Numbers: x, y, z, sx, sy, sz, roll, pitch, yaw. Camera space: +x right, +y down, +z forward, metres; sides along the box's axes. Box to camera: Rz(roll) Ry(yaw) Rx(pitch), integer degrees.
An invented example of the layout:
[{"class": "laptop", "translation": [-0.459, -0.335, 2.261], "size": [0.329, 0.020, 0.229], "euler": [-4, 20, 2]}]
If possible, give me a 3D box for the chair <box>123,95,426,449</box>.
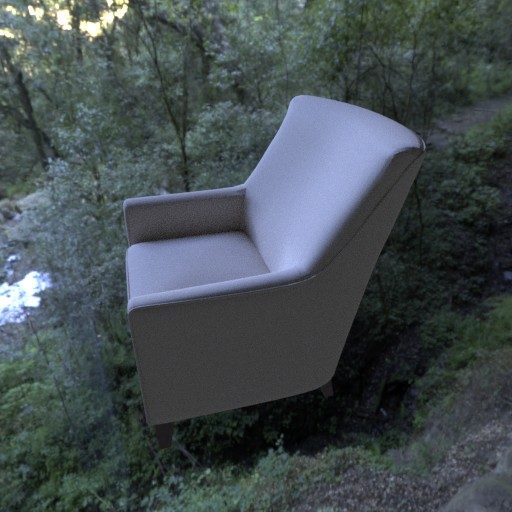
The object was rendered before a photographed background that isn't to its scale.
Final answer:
[{"class": "chair", "translation": [0.000, 0.000, 1.526], "size": [0.879, 0.916, 0.756], "euler": [-8, 31, -13]}]
